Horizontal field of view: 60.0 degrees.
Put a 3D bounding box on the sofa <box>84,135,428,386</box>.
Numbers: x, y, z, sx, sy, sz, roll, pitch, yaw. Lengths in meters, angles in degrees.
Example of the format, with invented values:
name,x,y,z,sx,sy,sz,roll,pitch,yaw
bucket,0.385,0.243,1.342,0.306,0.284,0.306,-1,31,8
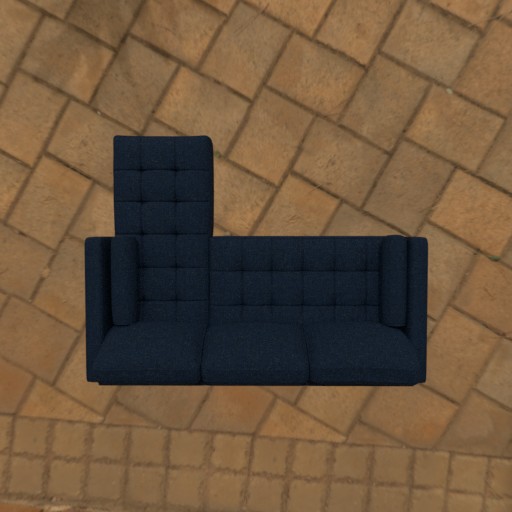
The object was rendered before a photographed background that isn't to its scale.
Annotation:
name,x,y,z,sx,sy,sz,roll,pitch,yaw
sofa,0.000,0.000,2.947,2.185,0.841,1.613,0,92,0
